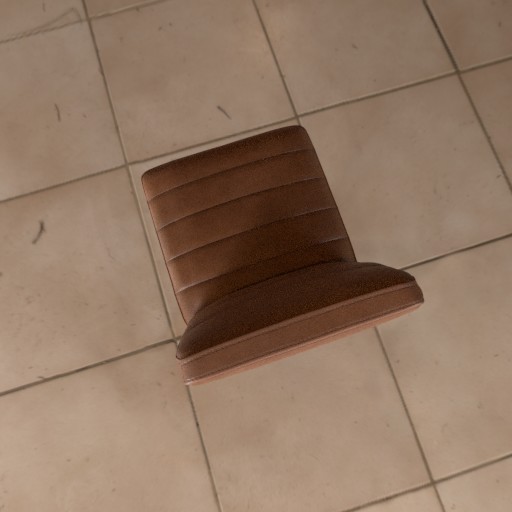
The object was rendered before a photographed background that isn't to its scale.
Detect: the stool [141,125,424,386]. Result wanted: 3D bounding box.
[{"bbox_3d":[0.000,0.000,1.224,0.458,0.940,0.556,-18,77,-4],"label":"stool"}]
